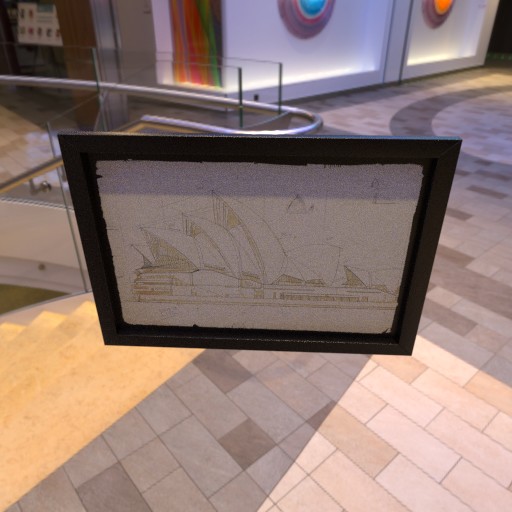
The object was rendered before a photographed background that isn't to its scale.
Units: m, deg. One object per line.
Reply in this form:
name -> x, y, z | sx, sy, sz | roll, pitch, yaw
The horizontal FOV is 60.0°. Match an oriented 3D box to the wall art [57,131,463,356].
wall art -> 0.000, 0.000, 0.563 | 0.440, 0.306, 0.013 | 1, 30, 2
